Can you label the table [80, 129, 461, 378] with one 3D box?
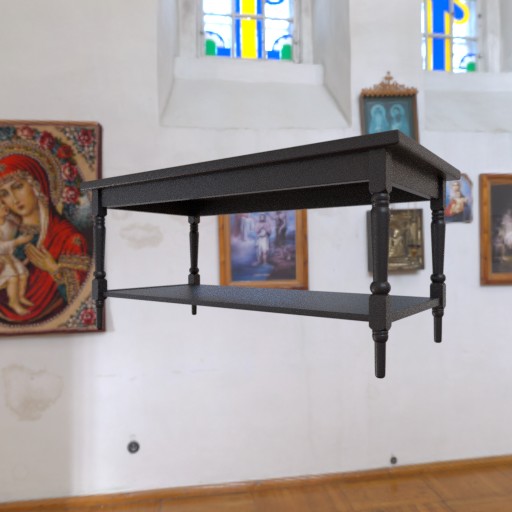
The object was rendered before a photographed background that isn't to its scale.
[{"bbox_3d":[0.000,0.000,1.426,1.107,0.510,0.550,0,0,36],"label":"table"}]
